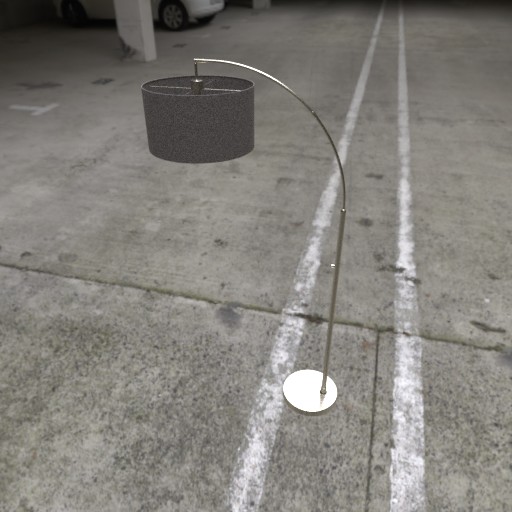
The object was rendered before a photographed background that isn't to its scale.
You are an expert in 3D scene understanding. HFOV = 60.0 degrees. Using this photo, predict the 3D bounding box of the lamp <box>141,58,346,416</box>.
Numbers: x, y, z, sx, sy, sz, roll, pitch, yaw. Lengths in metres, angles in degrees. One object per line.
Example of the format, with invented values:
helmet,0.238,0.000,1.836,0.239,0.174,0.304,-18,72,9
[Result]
lamp,0.000,0.000,2.137,0.934,1.735,0.452,8,32,13
